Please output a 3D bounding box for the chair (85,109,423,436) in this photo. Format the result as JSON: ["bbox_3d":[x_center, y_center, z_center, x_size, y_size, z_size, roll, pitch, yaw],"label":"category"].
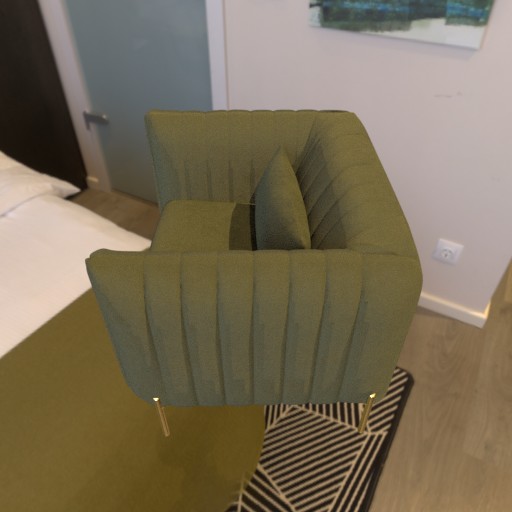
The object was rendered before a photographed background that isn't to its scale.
[{"bbox_3d":[0.000,0.000,1.674,0.877,0.794,1.032,-1,41,-1],"label":"chair"}]
